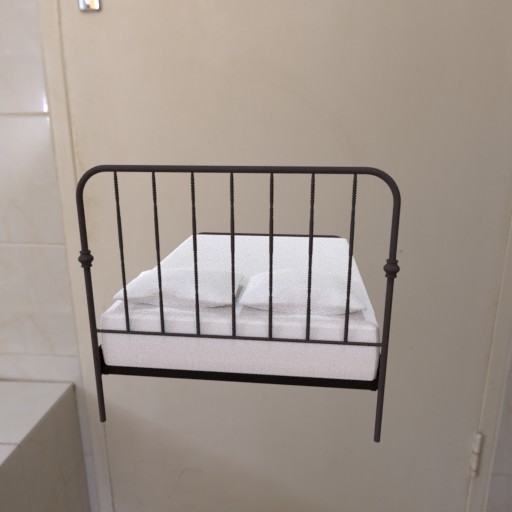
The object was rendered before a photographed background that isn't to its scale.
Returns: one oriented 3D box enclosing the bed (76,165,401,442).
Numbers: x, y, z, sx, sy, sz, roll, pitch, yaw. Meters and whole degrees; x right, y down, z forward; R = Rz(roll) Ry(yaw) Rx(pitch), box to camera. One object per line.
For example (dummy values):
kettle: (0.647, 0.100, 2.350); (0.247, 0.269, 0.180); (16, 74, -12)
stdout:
bed: (0.000, 0.000, 3.259); (1.616, 1.446, 2.134); (2, 16, 6)
